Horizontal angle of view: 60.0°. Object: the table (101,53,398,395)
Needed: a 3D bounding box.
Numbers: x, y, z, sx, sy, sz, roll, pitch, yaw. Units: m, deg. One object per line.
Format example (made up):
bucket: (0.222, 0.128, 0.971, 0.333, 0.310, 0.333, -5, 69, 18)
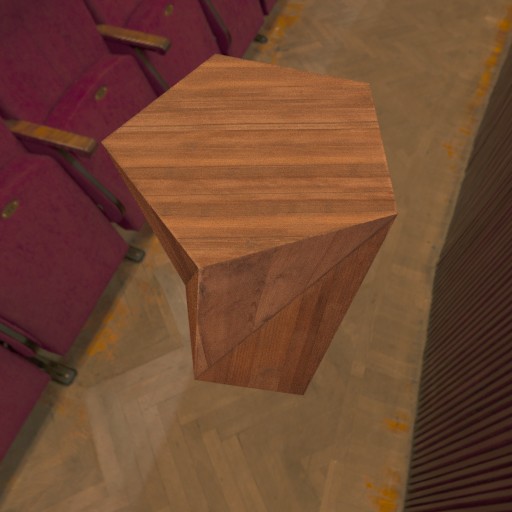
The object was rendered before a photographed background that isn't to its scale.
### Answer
table: (0.000, 0.000, 0.883, 0.425, 0.604, 0.441, 17, 59, 10)
